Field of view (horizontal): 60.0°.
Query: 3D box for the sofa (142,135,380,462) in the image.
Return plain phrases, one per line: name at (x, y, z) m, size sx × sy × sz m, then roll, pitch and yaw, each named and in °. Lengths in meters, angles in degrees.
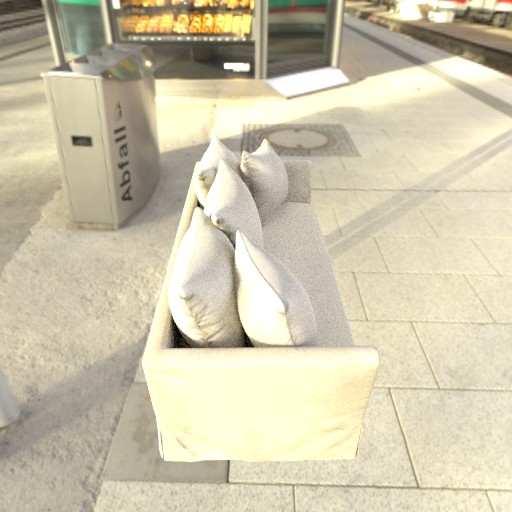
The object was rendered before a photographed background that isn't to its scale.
sofa at (0.000, 0.000, 2.859) m, size 1.031 × 1.034 × 2.290 m, roll -1°, pitch 32°, yaw -1°
